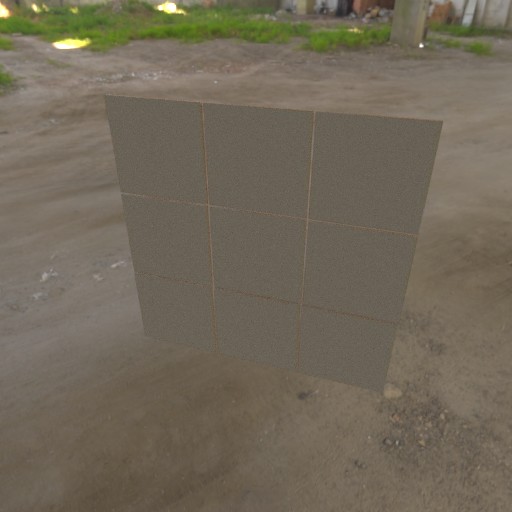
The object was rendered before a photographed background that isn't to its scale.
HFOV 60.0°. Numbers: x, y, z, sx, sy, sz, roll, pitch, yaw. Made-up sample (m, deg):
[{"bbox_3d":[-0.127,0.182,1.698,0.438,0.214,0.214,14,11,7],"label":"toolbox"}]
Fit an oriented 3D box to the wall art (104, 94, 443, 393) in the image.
[{"bbox_3d":[0.000,0.000,1.397,0.919,0.917,0.010,10,33,15],"label":"wall art"}]
